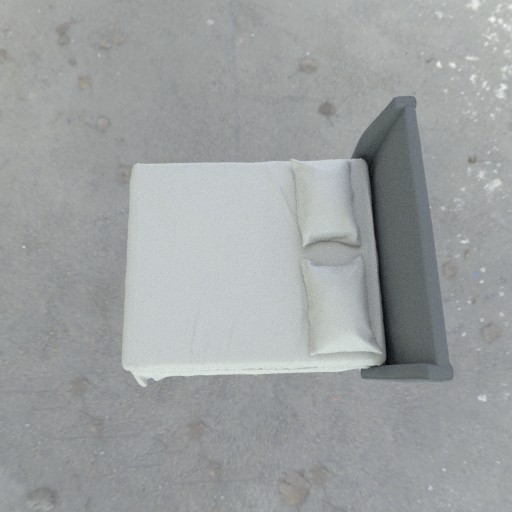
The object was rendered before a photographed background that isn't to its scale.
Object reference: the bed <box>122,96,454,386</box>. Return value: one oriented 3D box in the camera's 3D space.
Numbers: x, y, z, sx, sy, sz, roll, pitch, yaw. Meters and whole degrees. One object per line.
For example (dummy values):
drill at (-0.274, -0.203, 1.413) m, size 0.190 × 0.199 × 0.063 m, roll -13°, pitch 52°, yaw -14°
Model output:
bed at (0.000, 0.000, 3.430) m, size 2.276 × 1.332 × 1.925 m, roll -1°, pitch 75°, yaw 0°
